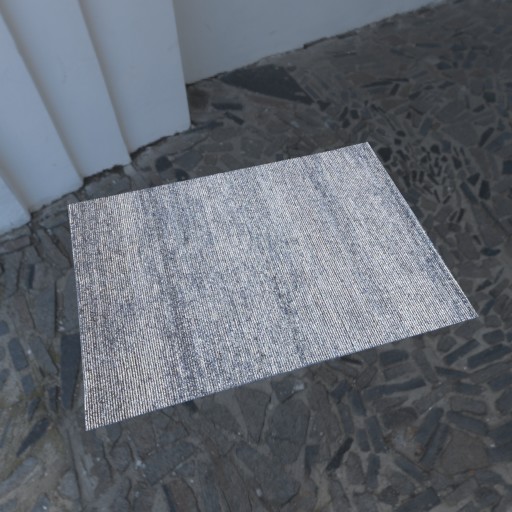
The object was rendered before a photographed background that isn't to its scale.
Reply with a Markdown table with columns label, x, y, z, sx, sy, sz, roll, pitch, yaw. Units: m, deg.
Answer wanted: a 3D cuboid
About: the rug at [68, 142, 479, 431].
| label | x | y | z | sx | sy | sz | roll | pitch | yaw |
| --- | --- | --- | --- | --- | --- | --- | --- | --- | --- |
| rug | 0.000 | 0.000 | 2.931 | 2.349 | 0.030 | 1.624 | -14 | 57 | -9 |
